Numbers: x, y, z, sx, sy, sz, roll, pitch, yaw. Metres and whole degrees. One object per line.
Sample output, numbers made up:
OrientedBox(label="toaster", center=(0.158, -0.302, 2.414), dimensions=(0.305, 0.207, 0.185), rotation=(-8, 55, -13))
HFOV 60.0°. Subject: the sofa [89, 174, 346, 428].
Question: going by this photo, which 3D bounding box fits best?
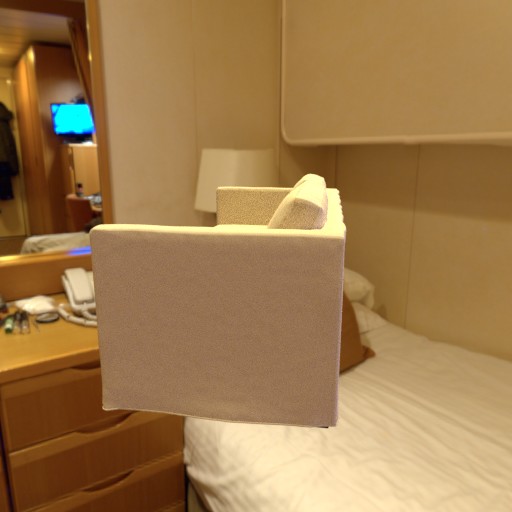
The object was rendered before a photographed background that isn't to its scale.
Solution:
OrientedBox(label="sofa", center=(0.000, 0.000, 2.527), dimensions=(0.940, 0.870, 1.987), rotation=(2, 13, 9))
